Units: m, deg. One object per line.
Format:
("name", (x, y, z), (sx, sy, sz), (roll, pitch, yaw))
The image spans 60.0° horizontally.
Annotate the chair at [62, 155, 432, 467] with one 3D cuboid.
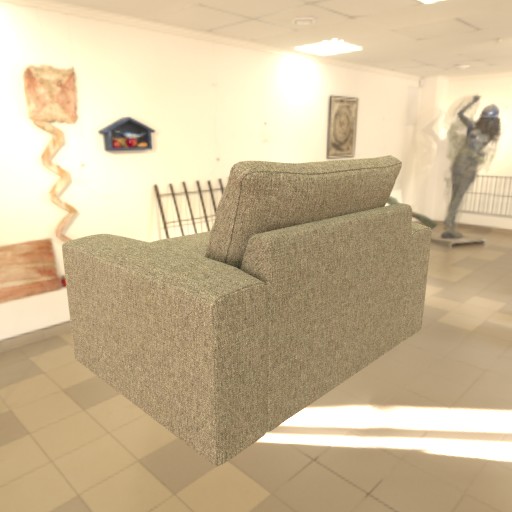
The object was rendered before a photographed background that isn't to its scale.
("chair", (0.000, 0.000, 2.040), (1.039, 0.915, 1.398), (14, 21, 42))
